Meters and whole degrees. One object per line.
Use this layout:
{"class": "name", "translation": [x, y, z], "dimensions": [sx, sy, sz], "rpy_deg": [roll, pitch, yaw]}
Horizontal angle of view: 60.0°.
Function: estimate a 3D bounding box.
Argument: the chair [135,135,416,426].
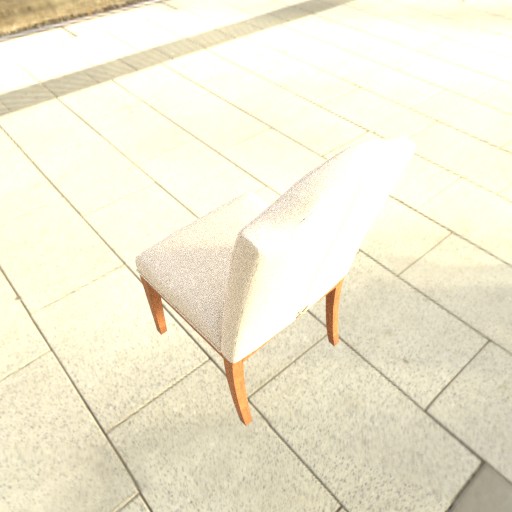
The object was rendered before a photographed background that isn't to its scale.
{"class": "chair", "translation": [0.000, 0.000, 1.396], "dimensions": [0.534, 1.012, 0.648], "rpy_deg": [-34, 55, -28]}
